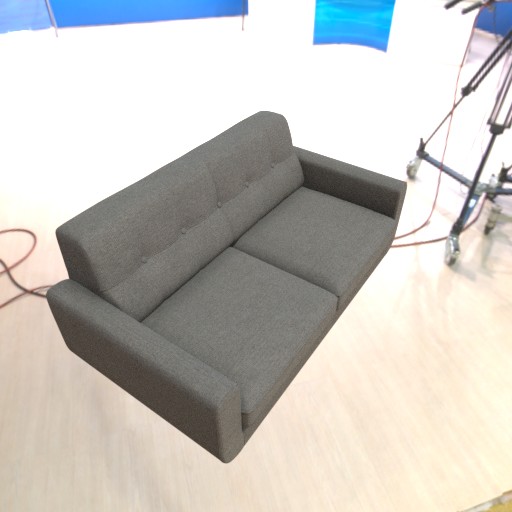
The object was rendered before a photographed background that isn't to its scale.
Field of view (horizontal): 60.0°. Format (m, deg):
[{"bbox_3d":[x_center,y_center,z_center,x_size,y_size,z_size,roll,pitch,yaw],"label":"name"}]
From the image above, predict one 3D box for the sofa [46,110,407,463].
[{"bbox_3d":[0.000,0.000,2.141,0.909,0.841,1.631,24,46,26],"label":"sofa"}]
